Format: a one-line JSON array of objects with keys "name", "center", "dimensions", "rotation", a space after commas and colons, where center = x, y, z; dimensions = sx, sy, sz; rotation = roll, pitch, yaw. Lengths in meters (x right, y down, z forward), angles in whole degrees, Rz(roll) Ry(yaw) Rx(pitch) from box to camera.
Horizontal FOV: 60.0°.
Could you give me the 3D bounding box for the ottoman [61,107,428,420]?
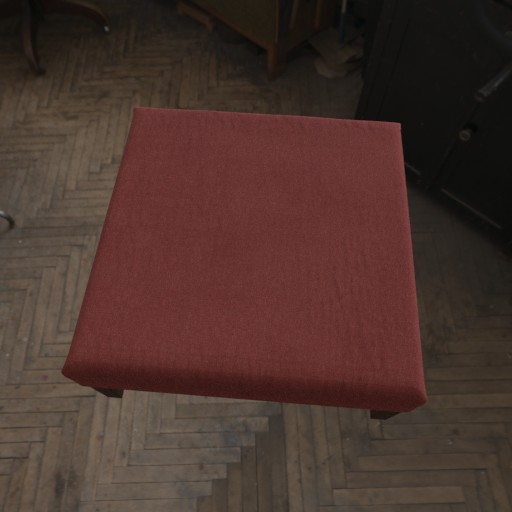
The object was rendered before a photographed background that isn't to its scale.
[{"name": "ottoman", "center": [0.000, 0.000, 1.401], "dimensions": [0.889, 0.411, 0.890], "rotation": [4, 63, 2]}]
